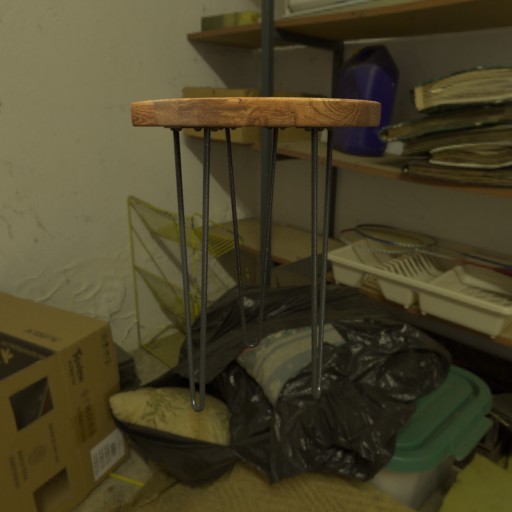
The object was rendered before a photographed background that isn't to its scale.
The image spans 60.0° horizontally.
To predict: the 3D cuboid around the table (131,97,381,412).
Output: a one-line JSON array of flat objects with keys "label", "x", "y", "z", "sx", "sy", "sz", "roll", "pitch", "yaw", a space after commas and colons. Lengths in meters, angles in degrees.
[{"label": "table", "x": 0.000, "y": 0.000, "z": 0.804, "sx": 0.400, "sy": 0.520, "sz": 0.400, "roll": 0, "pitch": 16, "yaw": 0}]
